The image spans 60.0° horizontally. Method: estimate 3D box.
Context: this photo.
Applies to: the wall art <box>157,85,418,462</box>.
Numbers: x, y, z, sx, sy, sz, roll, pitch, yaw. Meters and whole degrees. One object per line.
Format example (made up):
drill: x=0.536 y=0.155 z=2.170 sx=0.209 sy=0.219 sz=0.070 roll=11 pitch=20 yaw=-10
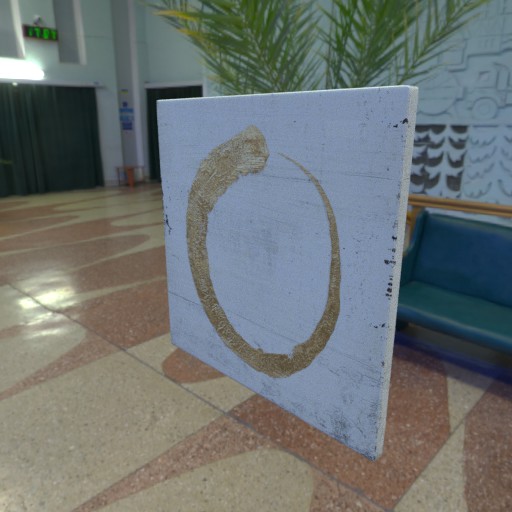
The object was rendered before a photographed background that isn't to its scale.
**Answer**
wall art: x=0.000 y=0.000 z=1.114 sx=0.038 sy=0.762 sz=0.762 roll=-16 pitch=23 yaw=-43
